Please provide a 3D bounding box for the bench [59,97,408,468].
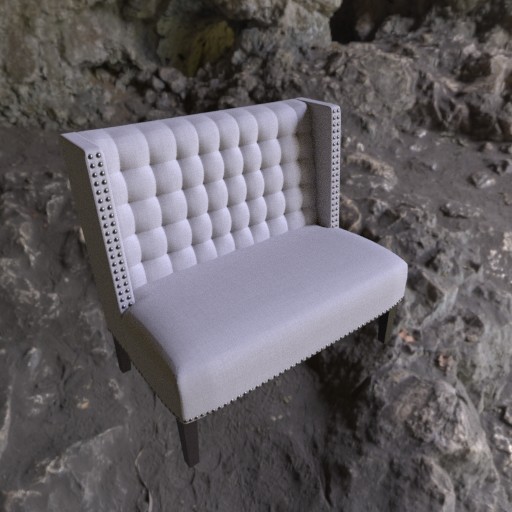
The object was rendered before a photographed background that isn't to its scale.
[{"bbox_3d":[0.000,0.000,2.002,1.280,1.123,0.847,-21,36,-32],"label":"bench"}]
